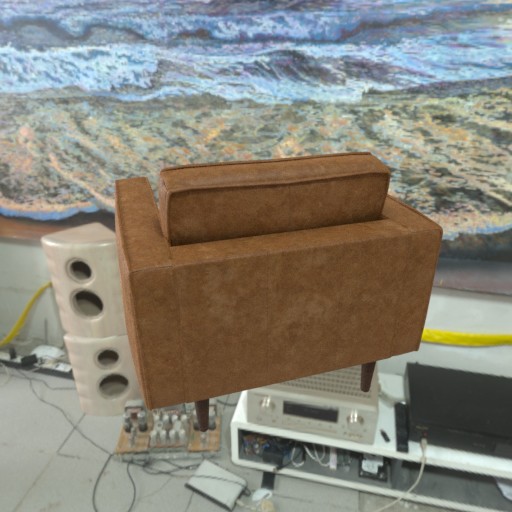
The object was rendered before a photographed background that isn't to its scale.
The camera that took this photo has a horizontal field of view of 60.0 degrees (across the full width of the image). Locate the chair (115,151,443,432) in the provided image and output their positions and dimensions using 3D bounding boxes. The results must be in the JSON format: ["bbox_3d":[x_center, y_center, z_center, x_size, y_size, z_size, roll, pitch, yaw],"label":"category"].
[{"bbox_3d":[0.000,0.000,1.553,0.928,0.767,0.798,-8,27,-16],"label":"chair"}]
